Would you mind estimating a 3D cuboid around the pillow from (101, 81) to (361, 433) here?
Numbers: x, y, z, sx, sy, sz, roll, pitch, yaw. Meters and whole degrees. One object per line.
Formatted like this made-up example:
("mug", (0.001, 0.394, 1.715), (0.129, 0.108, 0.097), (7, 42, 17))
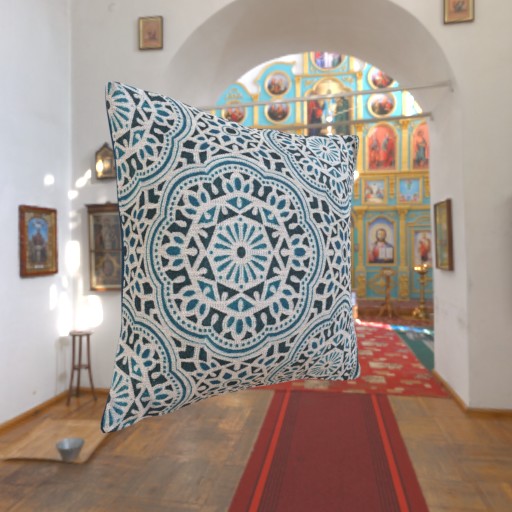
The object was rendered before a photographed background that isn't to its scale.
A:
("pillow", (0.000, 0.000, 0.645), (0.440, 0.420, 0.145), (1, -1, -35))
